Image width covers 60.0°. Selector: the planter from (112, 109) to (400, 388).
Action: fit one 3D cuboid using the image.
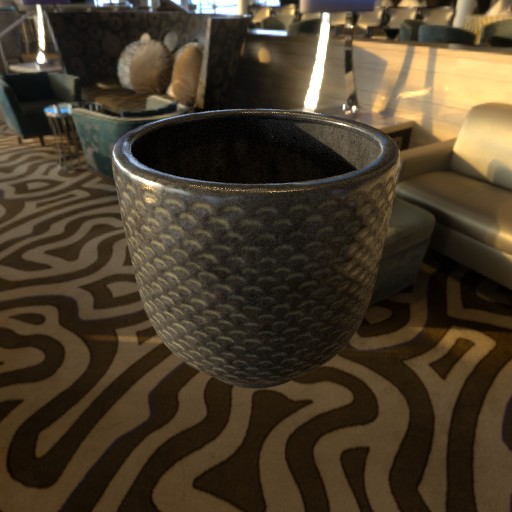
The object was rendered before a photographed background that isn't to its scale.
[{"bbox_3d":[0.000,0.000,0.358,0.197,0.191,0.197,0,30,0],"label":"planter"}]
